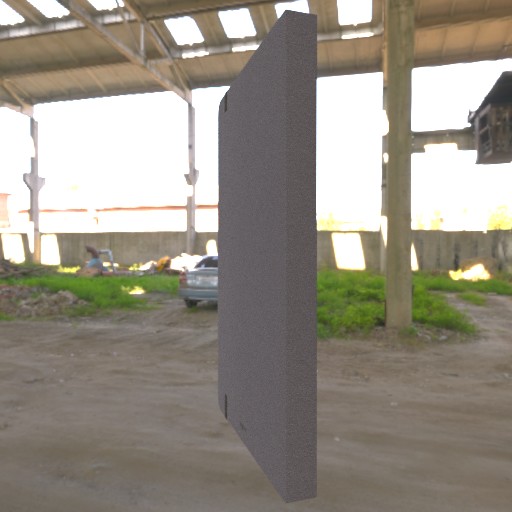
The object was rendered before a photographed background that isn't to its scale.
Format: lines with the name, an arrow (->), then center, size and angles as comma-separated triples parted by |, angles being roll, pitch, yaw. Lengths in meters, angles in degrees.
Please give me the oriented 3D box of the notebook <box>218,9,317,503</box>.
notebook -> 0.000, 0.000, 0.253 | 0.016, 0.213, 0.127 | 0, 0, -18
